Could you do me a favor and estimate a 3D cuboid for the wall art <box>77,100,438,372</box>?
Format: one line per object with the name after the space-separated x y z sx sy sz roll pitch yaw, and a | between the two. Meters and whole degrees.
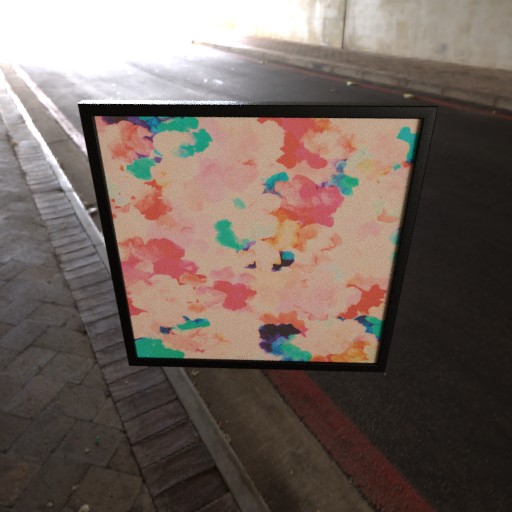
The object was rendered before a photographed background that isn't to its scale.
0.000 0.000 1.134 0.756 0.755 0.036 1 30 2 | wall art
